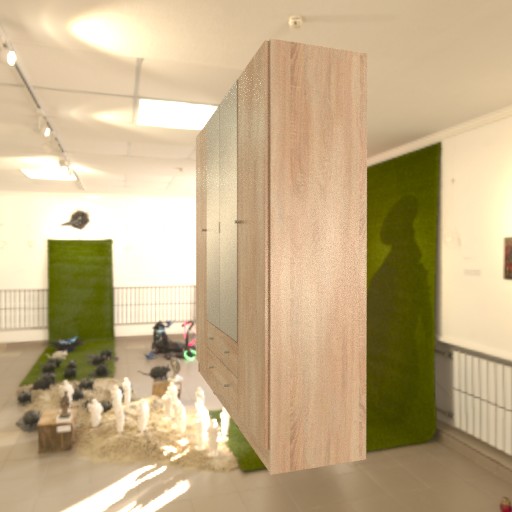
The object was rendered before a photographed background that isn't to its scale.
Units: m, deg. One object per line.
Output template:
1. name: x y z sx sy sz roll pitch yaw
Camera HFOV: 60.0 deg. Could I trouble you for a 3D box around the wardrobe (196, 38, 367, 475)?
1. wardrobe: 0.000 0.000 3.213 0.598 2.159 1.998 0 1 -18
